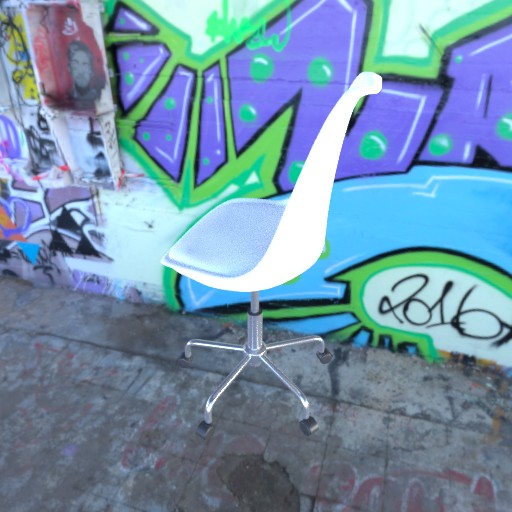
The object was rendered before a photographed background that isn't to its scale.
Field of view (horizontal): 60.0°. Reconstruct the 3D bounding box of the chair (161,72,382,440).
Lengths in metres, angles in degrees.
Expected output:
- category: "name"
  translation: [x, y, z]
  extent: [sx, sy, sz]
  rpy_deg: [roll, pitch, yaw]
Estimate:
- category: "chair"
  translation: [0.000, 0.000, 1.220]
  extent: [0.550, 0.930, 0.550]
  rpy_deg: [8, 30, 15]
